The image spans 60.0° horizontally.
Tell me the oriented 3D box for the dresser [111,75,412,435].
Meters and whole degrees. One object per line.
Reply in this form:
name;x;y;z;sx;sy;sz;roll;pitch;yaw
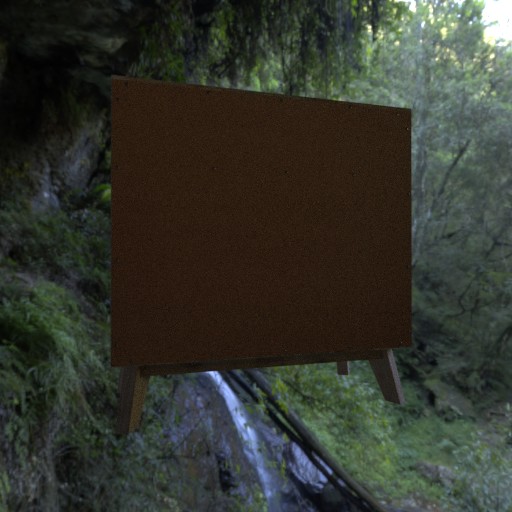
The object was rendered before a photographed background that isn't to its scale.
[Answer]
dresser;0.000;0.000;1.620;0.998;1.029;0.455;0;0;-17
